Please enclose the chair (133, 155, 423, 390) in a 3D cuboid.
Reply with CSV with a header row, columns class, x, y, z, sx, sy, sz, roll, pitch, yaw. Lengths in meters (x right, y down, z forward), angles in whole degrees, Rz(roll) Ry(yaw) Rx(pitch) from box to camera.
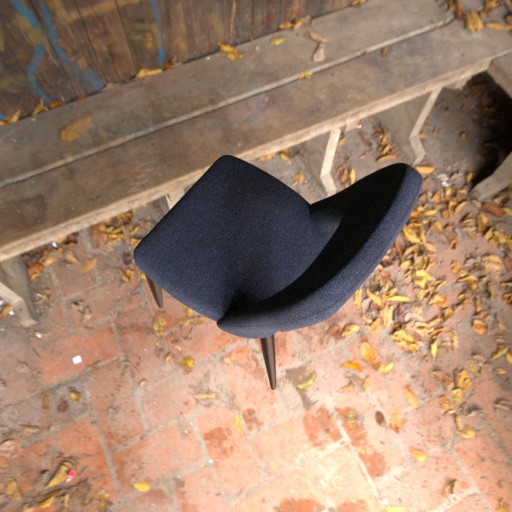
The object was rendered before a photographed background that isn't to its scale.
class,x,y,z,sx,sy,sz,roll,pitch,yaw
chair,0.000,0.000,1.274,0.612,0.931,0.470,33,69,14
